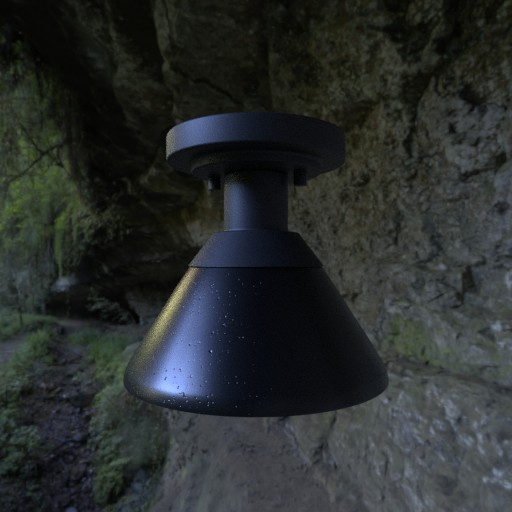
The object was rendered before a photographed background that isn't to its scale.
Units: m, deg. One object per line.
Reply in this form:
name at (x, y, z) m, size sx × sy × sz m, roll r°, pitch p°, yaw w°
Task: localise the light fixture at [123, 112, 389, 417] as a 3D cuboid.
light fixture at (0.000, 0.000, 0.350) m, size 0.200 × 0.183 × 0.200 m, roll 0°, pitch 0°, yaw 0°
